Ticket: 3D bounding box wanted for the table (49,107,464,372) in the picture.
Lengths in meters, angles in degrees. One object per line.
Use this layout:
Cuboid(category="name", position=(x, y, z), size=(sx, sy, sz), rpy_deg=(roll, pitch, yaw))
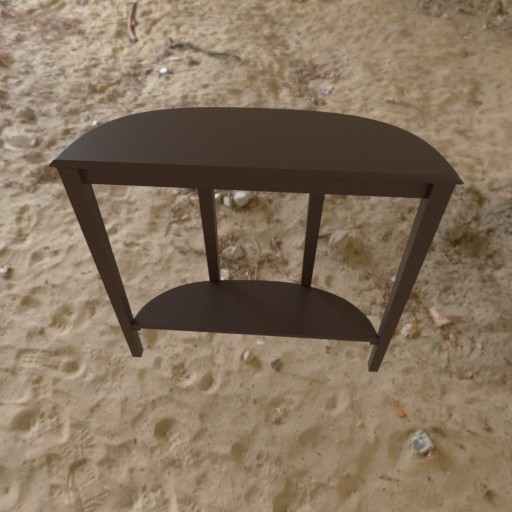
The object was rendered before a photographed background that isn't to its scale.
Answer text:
Cuboid(category="table", position=(0.000, 0.000, 1.350), size=(0.909, 0.831, 0.274), rpy_deg=(3, 46, 3))
